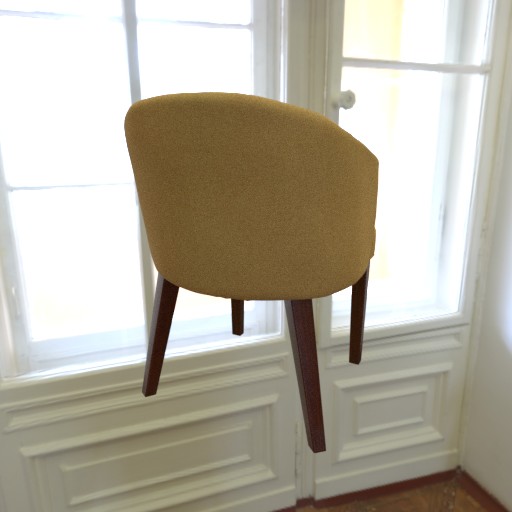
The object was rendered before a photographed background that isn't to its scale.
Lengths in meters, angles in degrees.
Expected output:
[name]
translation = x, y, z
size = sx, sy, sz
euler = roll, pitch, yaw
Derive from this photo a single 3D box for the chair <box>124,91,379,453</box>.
[chair]
translation = 0.000, 0.000, 1.228
size = 0.583, 0.811, 0.655
euler = 8, 17, 26
